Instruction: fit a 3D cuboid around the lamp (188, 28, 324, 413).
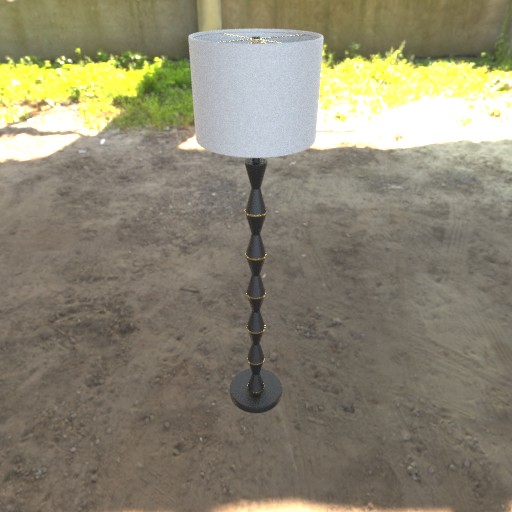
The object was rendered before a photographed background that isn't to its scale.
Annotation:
[{"bbox_3d":[0.000,0.000,1.651,0.381,1.480,0.381,-21,38,-30],"label":"lamp"}]
